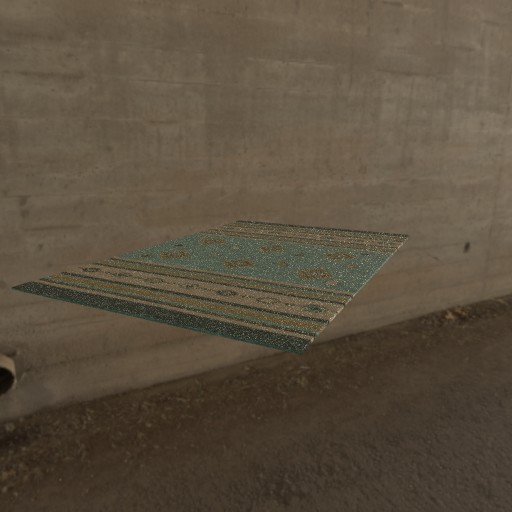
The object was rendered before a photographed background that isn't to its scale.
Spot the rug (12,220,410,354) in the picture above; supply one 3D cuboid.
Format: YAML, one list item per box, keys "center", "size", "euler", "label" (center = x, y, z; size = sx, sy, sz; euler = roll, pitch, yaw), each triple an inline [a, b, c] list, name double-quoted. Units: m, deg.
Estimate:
- center: [0.000, 0.000, 2.241]
  size: [1.212, 0.010, 1.811]
  euler: [7, 16, 27]
  label: "rug"
